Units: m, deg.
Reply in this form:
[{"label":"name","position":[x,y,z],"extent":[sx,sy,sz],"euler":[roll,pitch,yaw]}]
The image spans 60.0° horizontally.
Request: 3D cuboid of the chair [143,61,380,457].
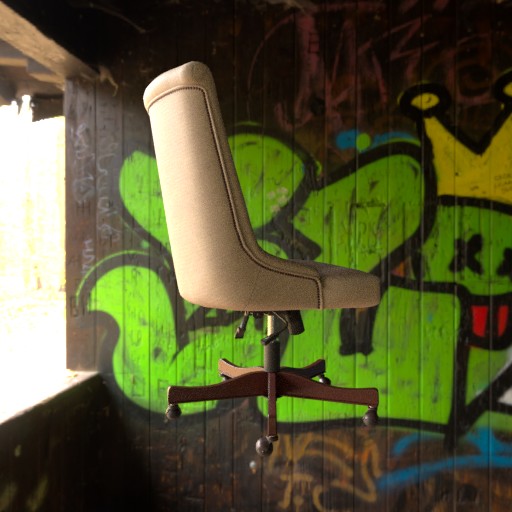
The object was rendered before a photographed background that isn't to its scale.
[{"label":"chair","position":[0.000,0.000,1.419],"extent":[0.696,1.010,0.645],"euler":[0,1,-18]}]
